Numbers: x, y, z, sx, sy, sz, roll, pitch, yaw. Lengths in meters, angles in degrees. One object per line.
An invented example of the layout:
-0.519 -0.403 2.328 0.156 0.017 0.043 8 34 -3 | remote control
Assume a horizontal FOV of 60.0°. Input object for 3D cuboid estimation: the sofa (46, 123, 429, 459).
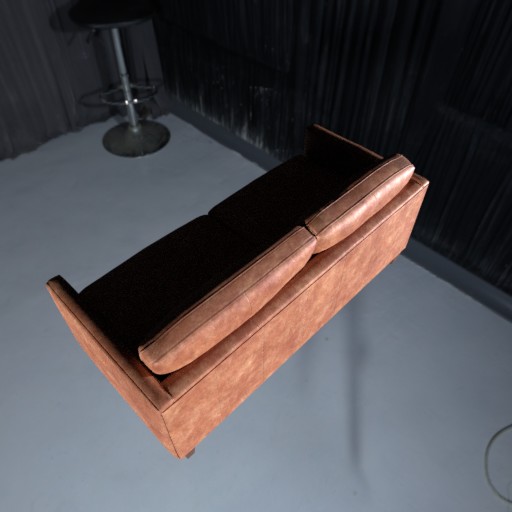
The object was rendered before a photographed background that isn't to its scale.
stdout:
0.000 0.000 2.501 0.923 0.863 1.971 36 57 28 | sofa
